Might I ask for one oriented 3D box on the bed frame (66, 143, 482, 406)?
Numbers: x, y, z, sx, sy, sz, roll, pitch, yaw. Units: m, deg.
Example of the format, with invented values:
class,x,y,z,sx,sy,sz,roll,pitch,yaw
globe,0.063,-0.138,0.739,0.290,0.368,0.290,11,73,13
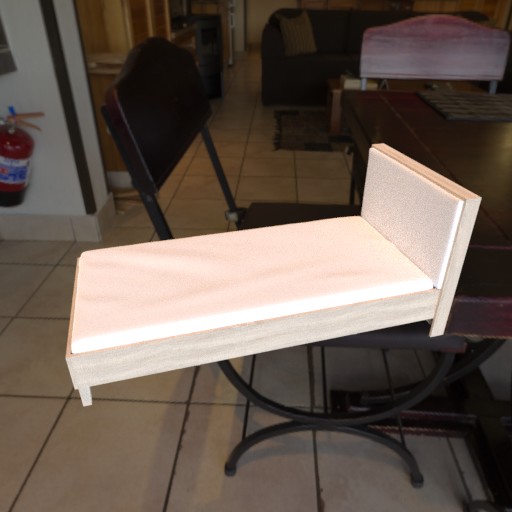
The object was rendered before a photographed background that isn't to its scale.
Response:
class,x,y,z,sx,sy,sz,roll,pitch,yaw
bed frame,0.000,0.000,2.681,2.140,0.920,0.990,-8,32,-14
